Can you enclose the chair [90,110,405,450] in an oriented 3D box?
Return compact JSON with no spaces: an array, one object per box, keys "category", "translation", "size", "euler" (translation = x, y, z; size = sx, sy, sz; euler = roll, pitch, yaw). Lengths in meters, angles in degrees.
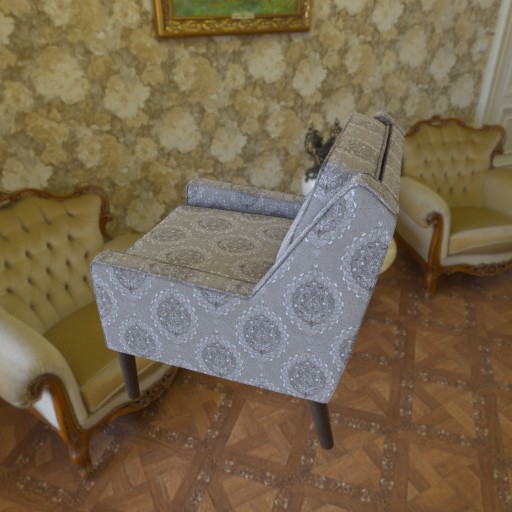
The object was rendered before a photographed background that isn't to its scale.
[{"category":"chair","translation":[0.000,0.000,1.341],"size":[0.750,0.797,0.665],"euler":[9,31,15]}]
